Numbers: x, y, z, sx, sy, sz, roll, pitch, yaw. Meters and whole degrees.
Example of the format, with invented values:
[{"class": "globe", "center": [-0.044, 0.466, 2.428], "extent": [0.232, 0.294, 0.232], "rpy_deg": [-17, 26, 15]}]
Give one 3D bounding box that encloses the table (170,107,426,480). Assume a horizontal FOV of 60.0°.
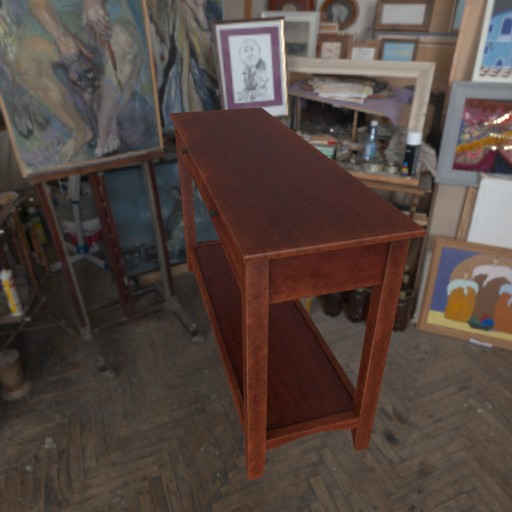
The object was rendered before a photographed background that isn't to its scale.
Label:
[{"class": "table", "center": [0.000, 0.000, 1.547], "extent": [0.392, 0.739, 1.188], "rpy_deg": [-8, 32, -14]}]
